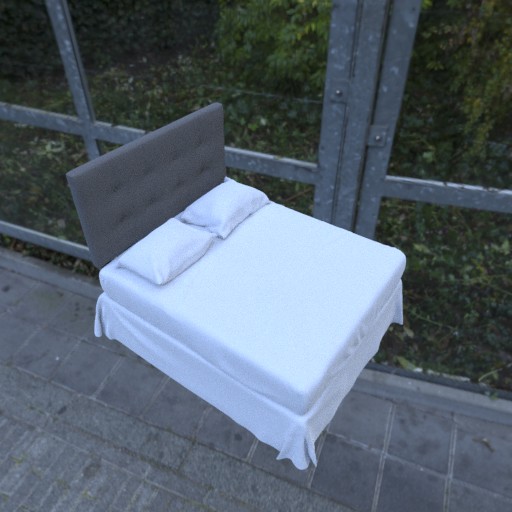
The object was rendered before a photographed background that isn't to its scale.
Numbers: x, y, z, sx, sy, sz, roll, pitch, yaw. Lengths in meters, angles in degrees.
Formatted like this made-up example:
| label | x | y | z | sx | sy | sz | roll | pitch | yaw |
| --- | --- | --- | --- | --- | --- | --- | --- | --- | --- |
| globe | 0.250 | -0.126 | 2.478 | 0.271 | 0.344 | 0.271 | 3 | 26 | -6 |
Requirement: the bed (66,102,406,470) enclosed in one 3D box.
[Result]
| label | x | y | z | sx | sy | sz | roll | pitch | yaw |
| --- | --- | --- | --- | --- | --- | --- | --- | --- | --- |
| bed | 0.000 | 0.000 | 3.564 | 2.222 | 1.577 | 1.936 | 25 | 46 | 27 |
